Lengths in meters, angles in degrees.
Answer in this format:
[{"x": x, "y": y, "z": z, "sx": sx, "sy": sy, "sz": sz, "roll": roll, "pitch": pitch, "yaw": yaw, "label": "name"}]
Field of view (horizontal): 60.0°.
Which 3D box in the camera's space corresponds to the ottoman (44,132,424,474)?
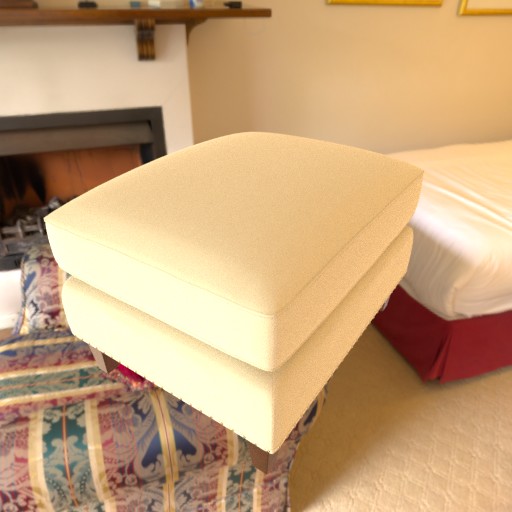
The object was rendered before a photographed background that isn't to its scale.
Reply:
[{"x": 0.000, "y": 0.000, "z": 1.113, "sx": 0.584, "sy": 0.513, "sz": 0.741, "roll": 20, "pitch": 36, "yaw": 29, "label": "ottoman"}]
